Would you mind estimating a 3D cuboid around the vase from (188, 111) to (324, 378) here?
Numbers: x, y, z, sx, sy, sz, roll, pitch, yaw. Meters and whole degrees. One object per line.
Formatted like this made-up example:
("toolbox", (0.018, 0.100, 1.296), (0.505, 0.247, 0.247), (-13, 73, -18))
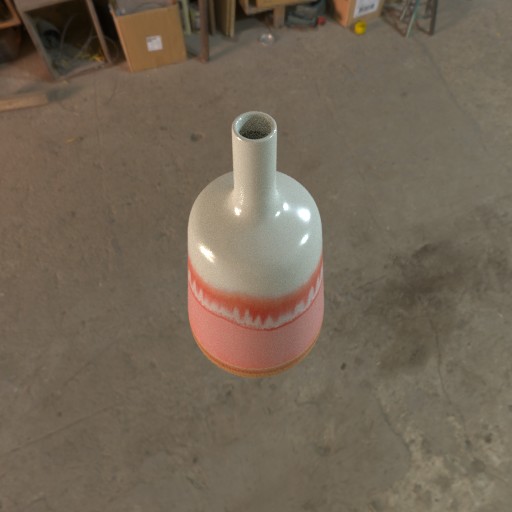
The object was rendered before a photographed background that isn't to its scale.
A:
("vase", (0.000, 0.000, 0.384), (0.144, 0.296, 0.144), (0, 59, 0))
